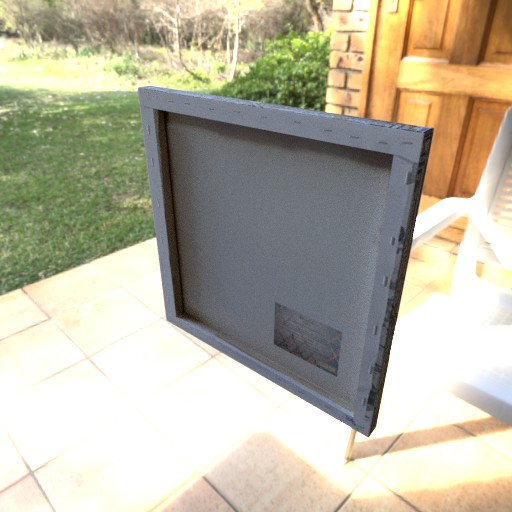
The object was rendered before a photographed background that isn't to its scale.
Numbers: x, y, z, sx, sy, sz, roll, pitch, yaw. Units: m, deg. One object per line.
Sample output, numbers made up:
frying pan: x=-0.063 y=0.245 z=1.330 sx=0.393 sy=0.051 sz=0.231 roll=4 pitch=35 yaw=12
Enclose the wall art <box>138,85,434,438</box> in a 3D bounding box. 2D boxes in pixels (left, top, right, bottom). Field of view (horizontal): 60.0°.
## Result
wall art: x=0.000 y=0.000 z=0.917 sx=0.609 sy=0.607 sz=0.036 roll=22 pitch=36 yaw=33
